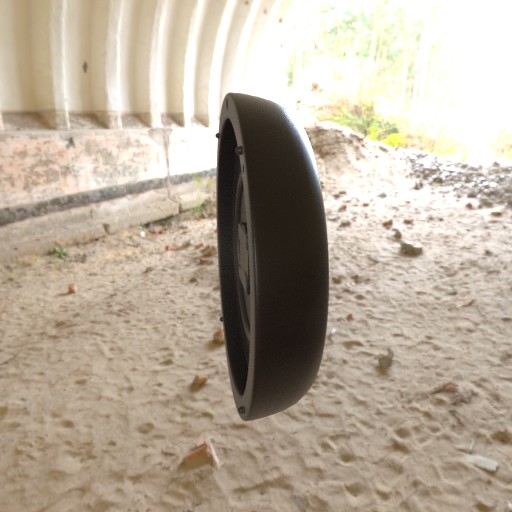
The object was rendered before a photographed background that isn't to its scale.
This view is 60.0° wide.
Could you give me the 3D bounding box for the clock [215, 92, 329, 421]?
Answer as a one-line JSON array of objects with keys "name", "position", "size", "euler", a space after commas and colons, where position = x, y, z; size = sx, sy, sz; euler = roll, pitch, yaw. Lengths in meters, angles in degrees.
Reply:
[{"name": "clock", "position": [0.000, 0.000, 0.434], "size": [0.060, 0.300, 0.300], "euler": [-3, 17, -9]}]
